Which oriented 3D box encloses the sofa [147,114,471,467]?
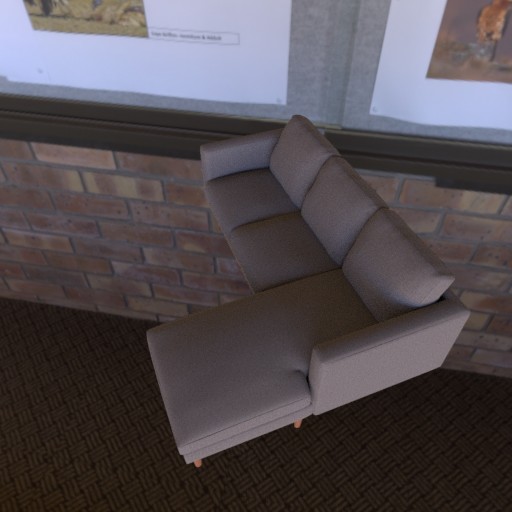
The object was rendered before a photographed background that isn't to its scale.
[{"bbox_3d":[0.000,0.000,2.891,1.591,0.897,2.031,-16,48,-15],"label":"sofa"}]
